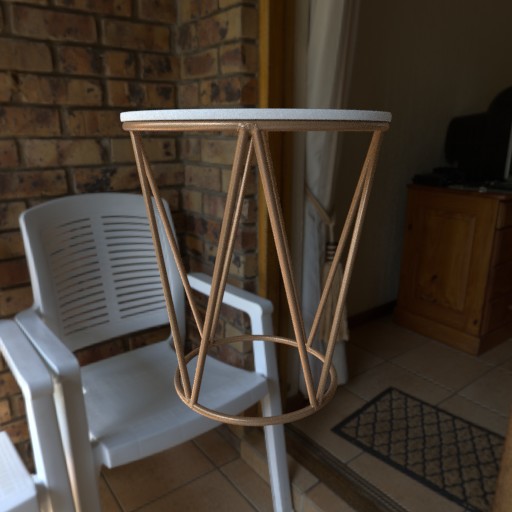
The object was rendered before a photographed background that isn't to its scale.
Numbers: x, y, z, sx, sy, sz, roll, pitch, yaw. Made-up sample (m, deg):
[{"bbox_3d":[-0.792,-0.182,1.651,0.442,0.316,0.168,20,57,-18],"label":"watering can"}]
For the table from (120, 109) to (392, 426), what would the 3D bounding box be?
[{"bbox_3d":[0.000,0.000,0.928,0.500,0.564,0.500,0,16,0],"label":"table"}]
